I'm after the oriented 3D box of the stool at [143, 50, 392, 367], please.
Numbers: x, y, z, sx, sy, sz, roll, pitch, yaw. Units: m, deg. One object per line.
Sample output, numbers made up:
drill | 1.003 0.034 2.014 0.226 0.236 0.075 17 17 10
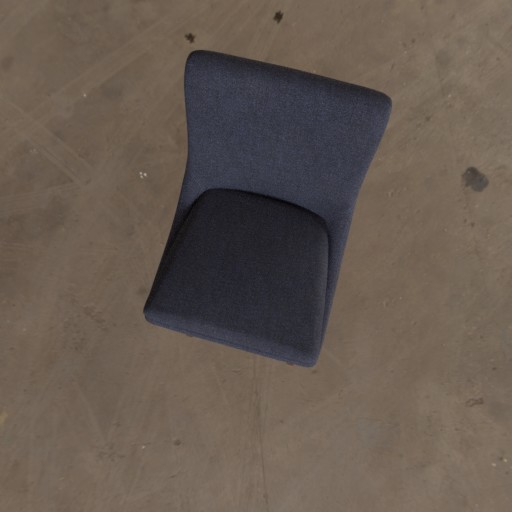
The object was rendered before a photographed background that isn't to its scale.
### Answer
stool | 0.000 0.000 1.359 0.489 1.068 0.572 15 76 4
